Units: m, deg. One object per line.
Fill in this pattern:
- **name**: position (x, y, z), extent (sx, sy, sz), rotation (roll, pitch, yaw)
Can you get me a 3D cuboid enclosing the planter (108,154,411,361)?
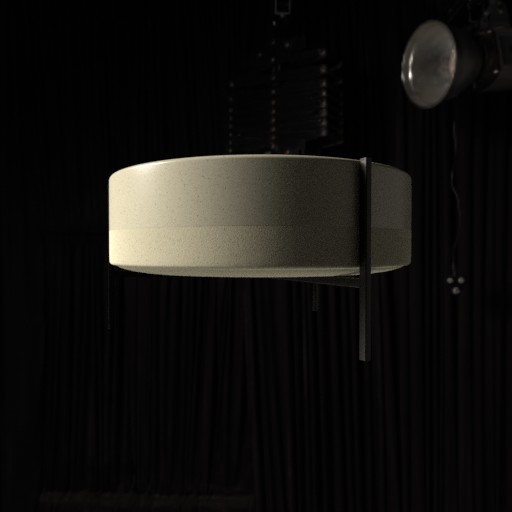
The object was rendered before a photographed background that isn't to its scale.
- **planter**: position (0.000, 0.000, 0.521), extent (0.345, 0.171, 0.336), rotation (0, 1, 0)
